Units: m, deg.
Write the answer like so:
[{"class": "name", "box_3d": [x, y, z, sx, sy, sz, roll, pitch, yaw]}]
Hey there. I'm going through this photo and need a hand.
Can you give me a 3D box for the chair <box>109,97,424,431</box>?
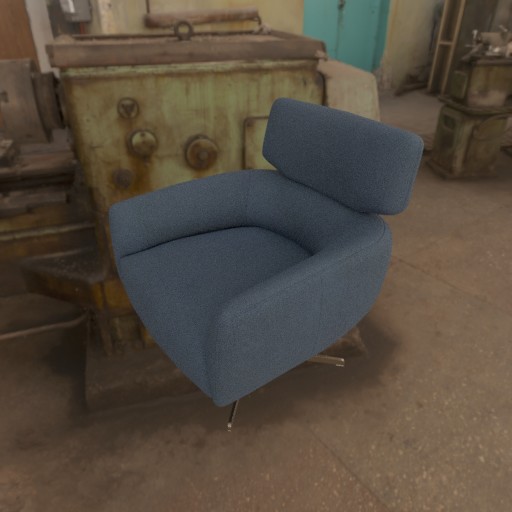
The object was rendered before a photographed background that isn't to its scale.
[{"class": "chair", "box_3d": [0.000, 0.000, 1.412, 0.761, 0.813, 0.738, -20, 36, -29]}]
